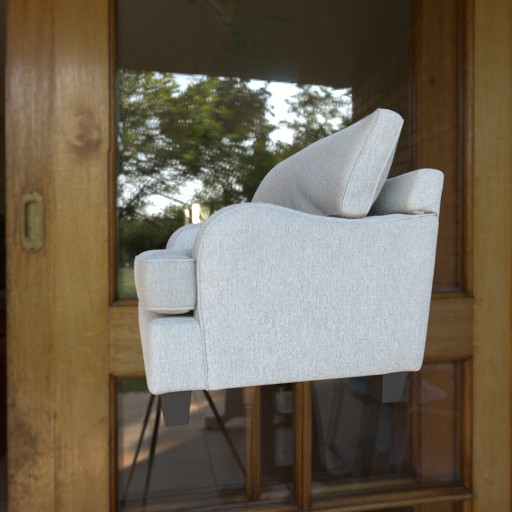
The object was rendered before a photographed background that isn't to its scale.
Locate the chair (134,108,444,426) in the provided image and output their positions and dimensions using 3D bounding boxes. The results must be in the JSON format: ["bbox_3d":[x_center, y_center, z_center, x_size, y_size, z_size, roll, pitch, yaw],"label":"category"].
[{"bbox_3d":[0.000,0.000,1.974,1.041,1.016,1.220,0,1,-16],"label":"chair"}]
